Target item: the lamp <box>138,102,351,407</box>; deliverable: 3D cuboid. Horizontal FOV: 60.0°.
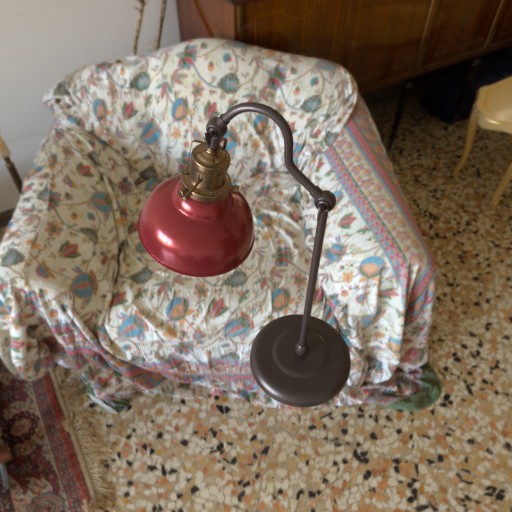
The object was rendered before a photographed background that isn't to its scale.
[{"bbox_3d":[0.000,0.000,0.684,0.374,0.508,0.192,17,50,15],"label":"lamp"}]
